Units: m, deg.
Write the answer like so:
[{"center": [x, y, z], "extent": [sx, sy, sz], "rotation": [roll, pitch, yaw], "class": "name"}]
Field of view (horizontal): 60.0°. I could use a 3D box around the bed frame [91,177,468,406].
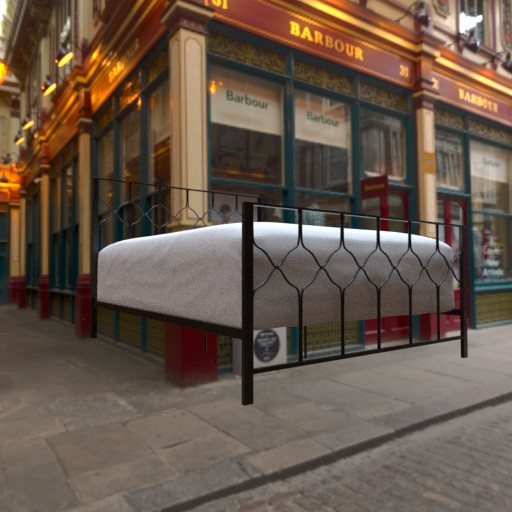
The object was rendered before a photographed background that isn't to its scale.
[{"center": [0.000, 0.000, 3.005], "extent": [1.597, 1.222, 2.063], "rotation": [1, -2, -36], "class": "bed frame"}]
